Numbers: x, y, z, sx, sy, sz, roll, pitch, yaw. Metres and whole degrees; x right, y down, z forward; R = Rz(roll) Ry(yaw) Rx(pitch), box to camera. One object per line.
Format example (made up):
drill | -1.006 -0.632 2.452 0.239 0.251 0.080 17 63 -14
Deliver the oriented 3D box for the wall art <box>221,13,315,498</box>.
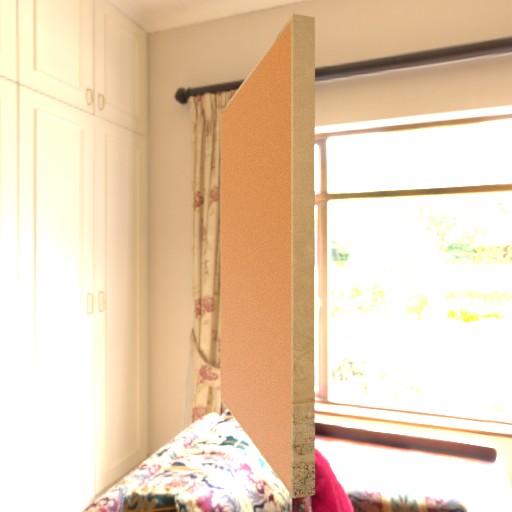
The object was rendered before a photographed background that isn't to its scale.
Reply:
wall art | 0.000 0.000 0.946 0.038 0.764 0.508 0 0 -18
